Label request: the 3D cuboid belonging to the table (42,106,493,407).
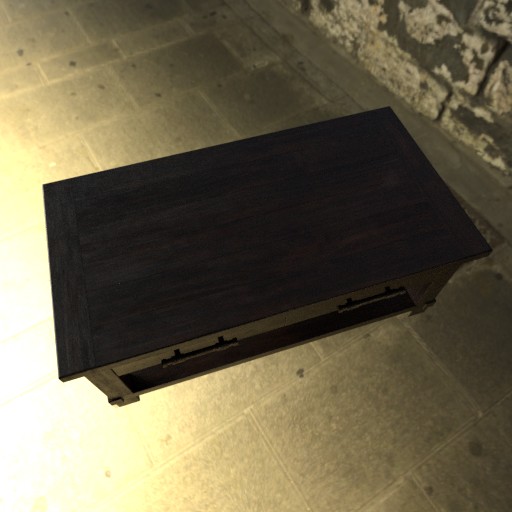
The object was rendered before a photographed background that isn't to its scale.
[{"bbox_3d":[0.000,0.000,1.602,1.270,0.494,0.700,-15,59,-9],"label":"table"}]
